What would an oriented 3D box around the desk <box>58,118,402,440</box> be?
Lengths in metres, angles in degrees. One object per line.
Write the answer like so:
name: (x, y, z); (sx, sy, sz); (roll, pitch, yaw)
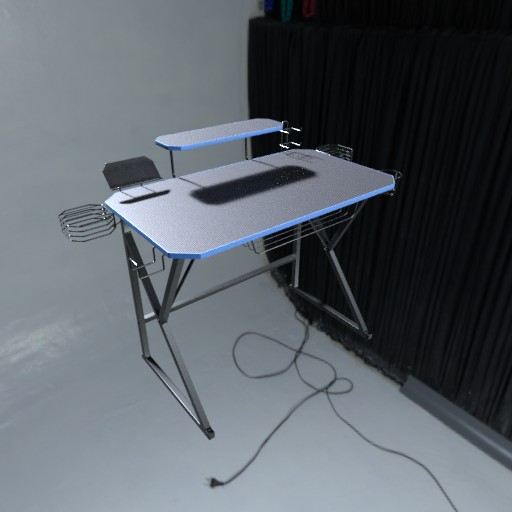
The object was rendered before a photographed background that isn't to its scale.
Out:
desk: (0.000, 0.000, 1.765); (1.295, 0.909, 0.594); (-22, 36, -32)
